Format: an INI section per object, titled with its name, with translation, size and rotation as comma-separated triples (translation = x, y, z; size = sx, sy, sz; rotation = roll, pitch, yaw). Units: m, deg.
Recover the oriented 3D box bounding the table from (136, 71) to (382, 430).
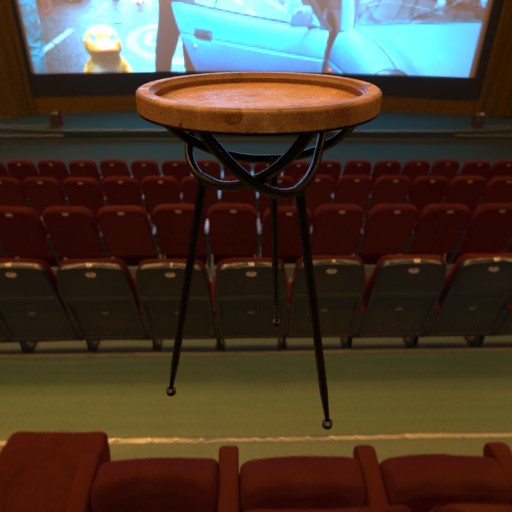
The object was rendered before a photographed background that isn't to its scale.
[table]
translation = 0.000, 0.000, 0.917
size = 0.418, 0.664, 0.414
rotation = -1, 29, -2
